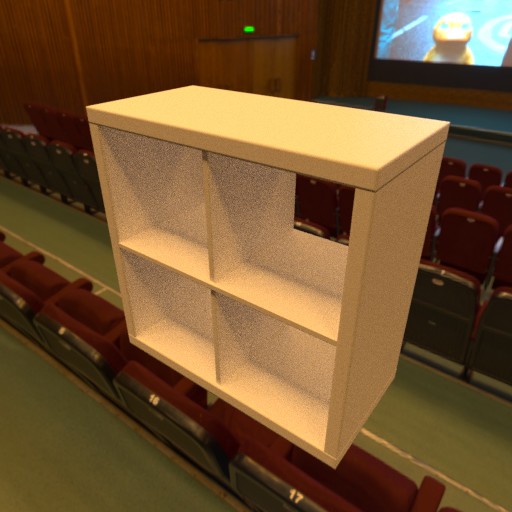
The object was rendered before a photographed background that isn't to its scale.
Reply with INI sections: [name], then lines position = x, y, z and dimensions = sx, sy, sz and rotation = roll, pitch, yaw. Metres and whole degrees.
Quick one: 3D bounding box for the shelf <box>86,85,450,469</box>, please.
[shelf]
position = 0.000, 0.000, 1.256
dimensions = 0.790, 0.786, 0.390
rotation = 21, 36, 31
